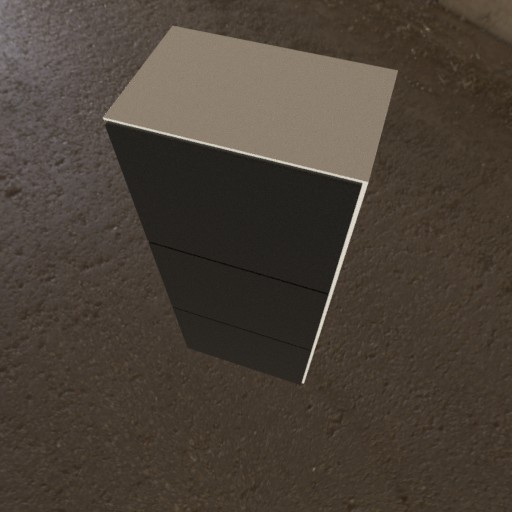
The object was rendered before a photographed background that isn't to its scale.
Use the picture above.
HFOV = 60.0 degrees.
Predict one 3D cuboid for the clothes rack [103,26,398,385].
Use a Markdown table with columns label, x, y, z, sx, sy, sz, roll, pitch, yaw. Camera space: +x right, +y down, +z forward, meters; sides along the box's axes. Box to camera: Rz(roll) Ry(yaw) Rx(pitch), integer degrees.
| label | x | y | z | sx | sy | sz | roll | pitch | yaw |
| --- | --- | --- | --- | --- | --- | --- | --- | --- | --- |
| clothes rack | 0.000 | 0.000 | 1.366 | 0.500 | 1.187 | 0.330 | 16 | 59 | 10 |
